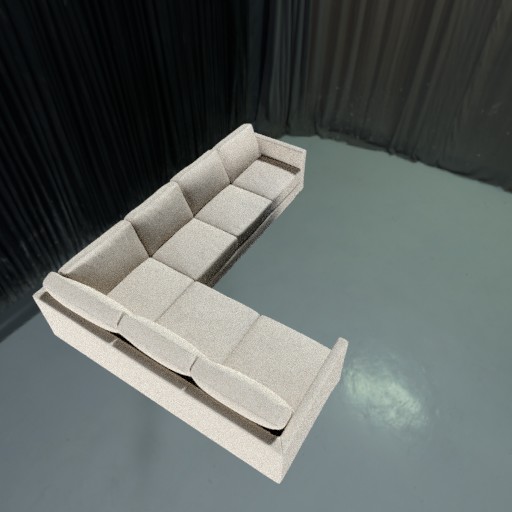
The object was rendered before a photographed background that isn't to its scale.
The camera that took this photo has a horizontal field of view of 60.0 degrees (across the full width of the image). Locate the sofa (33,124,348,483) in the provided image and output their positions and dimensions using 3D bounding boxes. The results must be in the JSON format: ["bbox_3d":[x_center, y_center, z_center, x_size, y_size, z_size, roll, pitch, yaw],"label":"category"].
[{"bbox_3d":[0.000,0.000,4.333,2.432,0.863,3.182,24,51,22],"label":"sofa"}]
